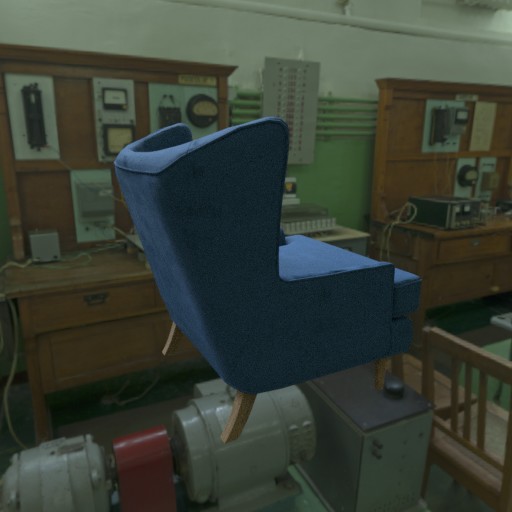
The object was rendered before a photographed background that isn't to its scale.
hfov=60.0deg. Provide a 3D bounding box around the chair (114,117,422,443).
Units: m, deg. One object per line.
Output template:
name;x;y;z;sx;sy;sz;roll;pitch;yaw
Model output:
chair;0.000;0.000;1.635;0.910;0.952;0.793;-8;17;-27
